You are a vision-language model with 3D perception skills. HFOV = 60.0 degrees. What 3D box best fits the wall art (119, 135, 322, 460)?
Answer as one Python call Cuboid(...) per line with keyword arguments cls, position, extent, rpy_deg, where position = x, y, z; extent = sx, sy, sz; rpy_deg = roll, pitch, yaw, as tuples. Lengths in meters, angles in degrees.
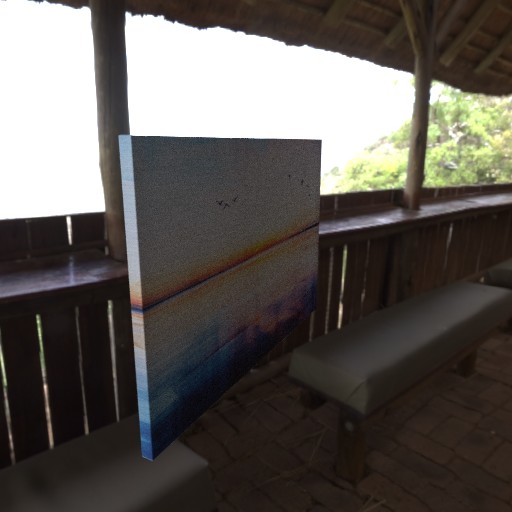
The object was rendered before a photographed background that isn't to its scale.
Cuboid(cls="wall art", position=(0.000, 0.000, 1.468), extent=(0.034, 0.756, 1.137), rpy_deg=(7, 16, 27))
